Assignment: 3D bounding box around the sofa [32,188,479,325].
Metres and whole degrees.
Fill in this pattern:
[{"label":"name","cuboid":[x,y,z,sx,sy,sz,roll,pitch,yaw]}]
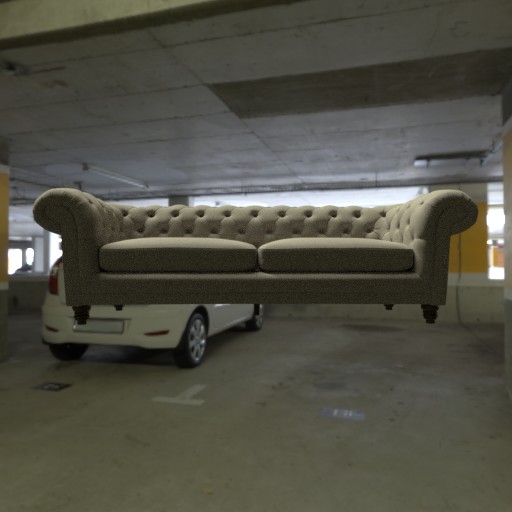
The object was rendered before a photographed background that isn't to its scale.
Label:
[{"label":"sofa","cuboid":[0.000,0.000,2.820,2.411,0.749,0.991,0,-1,-1]}]
